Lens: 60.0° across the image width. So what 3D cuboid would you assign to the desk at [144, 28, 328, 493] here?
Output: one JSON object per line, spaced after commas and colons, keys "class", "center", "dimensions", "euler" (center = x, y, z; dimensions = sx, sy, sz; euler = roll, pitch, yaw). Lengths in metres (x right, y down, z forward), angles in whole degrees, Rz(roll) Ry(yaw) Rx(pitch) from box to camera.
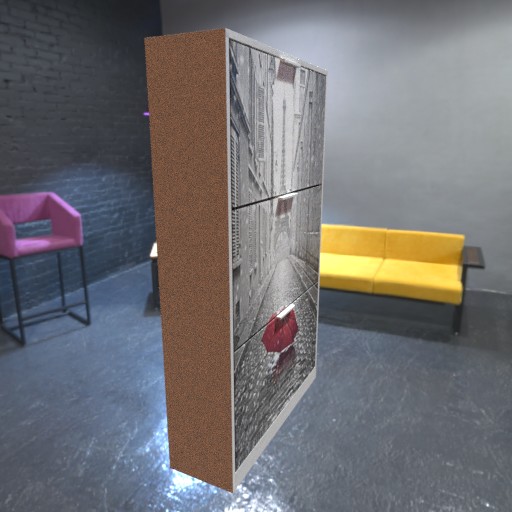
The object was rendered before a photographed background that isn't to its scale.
{"class": "desk", "center": [0.000, 0.000, 1.545], "dimensions": [0.250, 1.280, 0.750], "euler": [7, 17, 26]}
